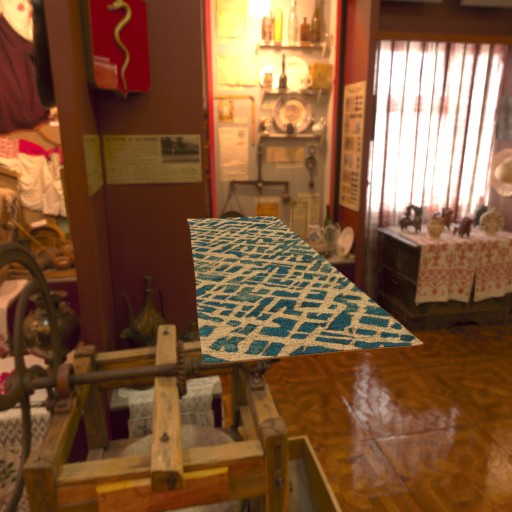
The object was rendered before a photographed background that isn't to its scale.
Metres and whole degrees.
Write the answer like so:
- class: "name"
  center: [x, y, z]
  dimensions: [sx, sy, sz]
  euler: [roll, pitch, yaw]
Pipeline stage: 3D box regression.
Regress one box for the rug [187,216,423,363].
- class: "rug"
  center: [0.000, 0.000, 2.646]
  dimensions: [0.768, 0.011, 2.446]
  euler: [-3, 16, -9]
